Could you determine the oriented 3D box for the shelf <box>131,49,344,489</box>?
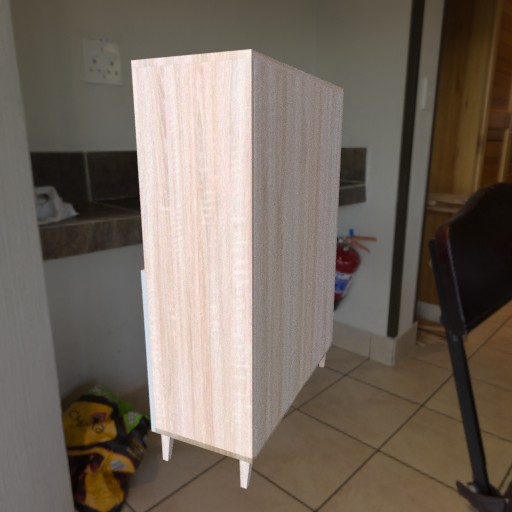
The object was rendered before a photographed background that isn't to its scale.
[{"bbox_3d":[0.000,0.000,1.865,0.434,1.405,0.995,7,16,24],"label":"shelf"}]
